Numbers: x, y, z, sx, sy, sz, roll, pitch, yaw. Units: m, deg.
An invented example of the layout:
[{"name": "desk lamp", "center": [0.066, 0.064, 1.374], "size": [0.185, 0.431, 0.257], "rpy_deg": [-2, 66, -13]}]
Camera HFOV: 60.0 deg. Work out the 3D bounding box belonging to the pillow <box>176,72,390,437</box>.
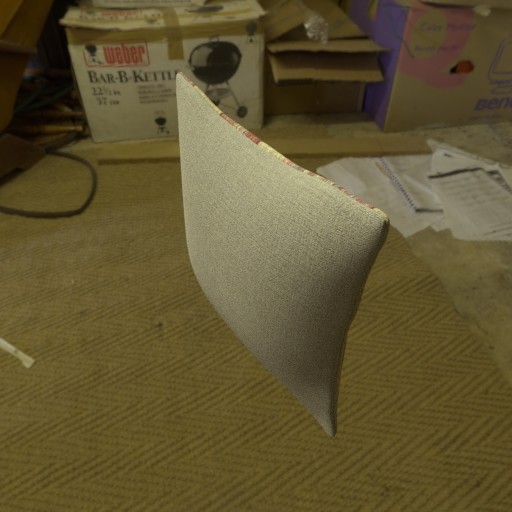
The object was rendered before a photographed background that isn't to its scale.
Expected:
[{"name": "pillow", "center": [0.000, 0.000, 0.665], "size": [0.136, 0.419, 0.437], "rpy_deg": [-24, 47, -24]}]
